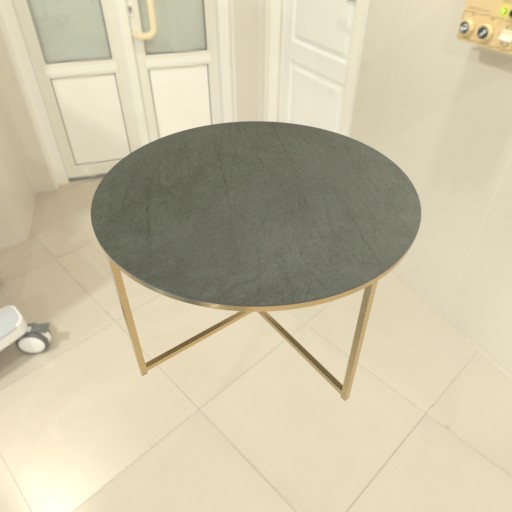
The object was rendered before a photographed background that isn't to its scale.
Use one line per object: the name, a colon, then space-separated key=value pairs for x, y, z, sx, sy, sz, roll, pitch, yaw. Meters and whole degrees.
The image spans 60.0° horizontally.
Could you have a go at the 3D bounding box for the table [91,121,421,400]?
table: x=0.000 y=0.000 z=1.261 sx=0.800 sy=0.450 sz=0.800 roll=0 pitch=41 yaw=0
